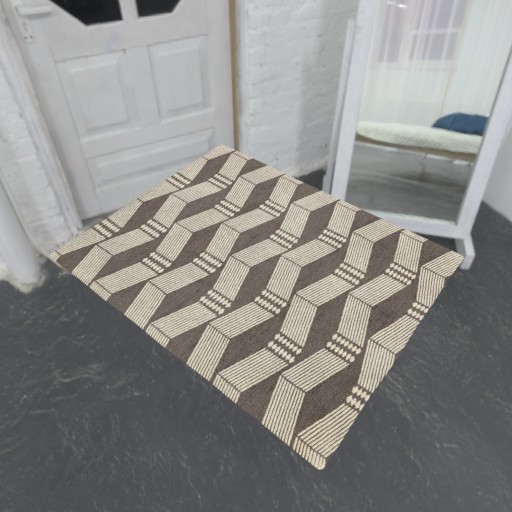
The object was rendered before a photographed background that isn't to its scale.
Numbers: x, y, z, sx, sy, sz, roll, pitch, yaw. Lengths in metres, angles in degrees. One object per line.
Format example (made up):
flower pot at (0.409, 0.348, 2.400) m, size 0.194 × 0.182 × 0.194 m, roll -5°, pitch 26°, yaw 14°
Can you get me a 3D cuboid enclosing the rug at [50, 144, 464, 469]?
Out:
rug at (0.000, 0.000, 4.153) m, size 3.048 × 0.016 × 2.438 m, roll 30°, pitch 54°, yaw 26°
